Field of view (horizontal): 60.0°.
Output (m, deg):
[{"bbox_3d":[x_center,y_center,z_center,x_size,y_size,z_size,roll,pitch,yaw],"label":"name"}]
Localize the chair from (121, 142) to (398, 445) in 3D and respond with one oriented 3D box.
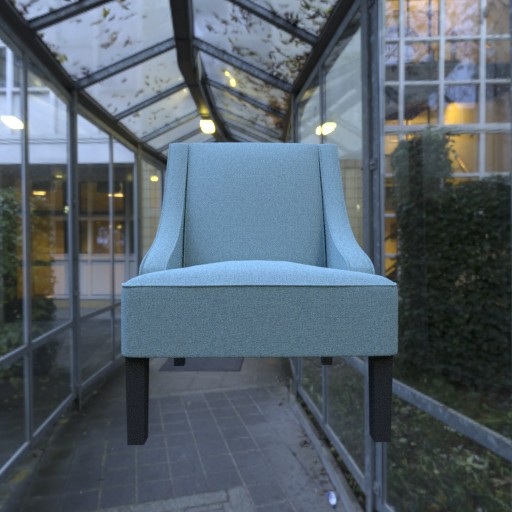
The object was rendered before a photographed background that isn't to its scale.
[{"bbox_3d":[0.000,0.000,1.821,0.857,1.133,1.025,0,1,-2],"label":"chair"}]
